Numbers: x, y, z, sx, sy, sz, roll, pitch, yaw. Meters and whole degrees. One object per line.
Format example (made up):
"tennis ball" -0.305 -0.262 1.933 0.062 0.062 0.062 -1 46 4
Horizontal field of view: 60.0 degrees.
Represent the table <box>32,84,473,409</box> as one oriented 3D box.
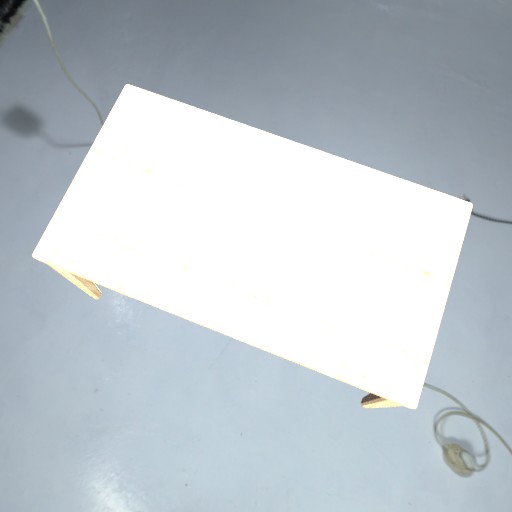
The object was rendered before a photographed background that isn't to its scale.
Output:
"table" 0.000 0.000 2.109 1.600 0.760 0.900 21 75 6
